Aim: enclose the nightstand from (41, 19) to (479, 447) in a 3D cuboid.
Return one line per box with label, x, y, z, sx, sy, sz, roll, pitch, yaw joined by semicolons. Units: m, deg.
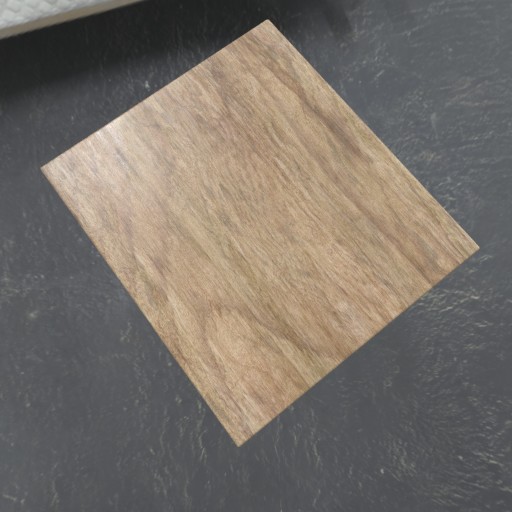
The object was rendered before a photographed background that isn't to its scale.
nightstand;0.000;0.000;0.871;0.406;0.559;0.457;-37;79;-8
